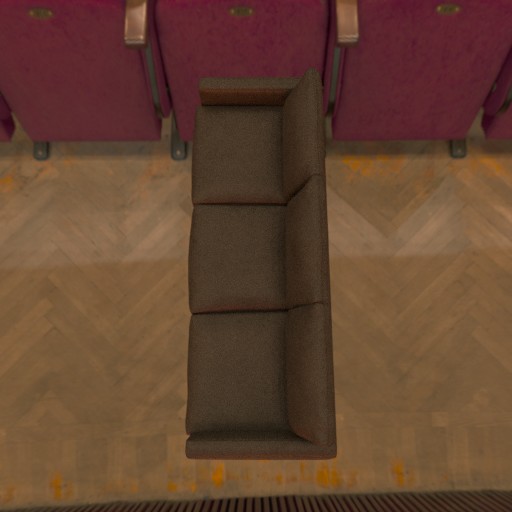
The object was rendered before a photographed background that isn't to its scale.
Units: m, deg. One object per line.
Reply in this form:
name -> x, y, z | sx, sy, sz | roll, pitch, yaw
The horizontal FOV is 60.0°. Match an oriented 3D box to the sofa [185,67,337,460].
sofa -> 0.000, 0.000, 2.434 | 0.748, 0.805, 2.029 | 0, 76, 0
